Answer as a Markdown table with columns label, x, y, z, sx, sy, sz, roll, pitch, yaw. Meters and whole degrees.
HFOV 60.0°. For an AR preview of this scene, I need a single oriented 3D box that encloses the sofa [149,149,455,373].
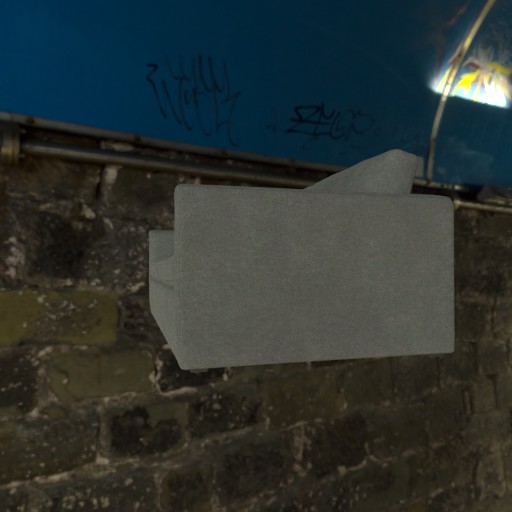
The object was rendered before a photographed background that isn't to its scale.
| label | x | y | z | sx | sy | sz | roll | pitch | yaw |
| --- | --- | --- | --- | --- | --- | --- | --- | --- | --- |
| sofa | 0.000 | 0.000 | 2.494 | 1.091 | 0.845 | 1.909 | 0 | -2 | -16 |
